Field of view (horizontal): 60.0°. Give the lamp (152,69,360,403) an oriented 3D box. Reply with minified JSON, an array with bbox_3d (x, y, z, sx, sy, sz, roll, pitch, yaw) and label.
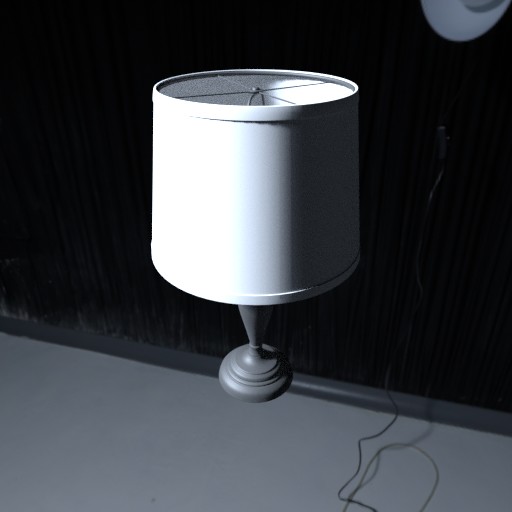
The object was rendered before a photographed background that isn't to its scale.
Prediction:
[{"bbox_3d":[0.000,0.000,0.684,0.310,0.501,0.310,0,31,0],"label":"lamp"}]
